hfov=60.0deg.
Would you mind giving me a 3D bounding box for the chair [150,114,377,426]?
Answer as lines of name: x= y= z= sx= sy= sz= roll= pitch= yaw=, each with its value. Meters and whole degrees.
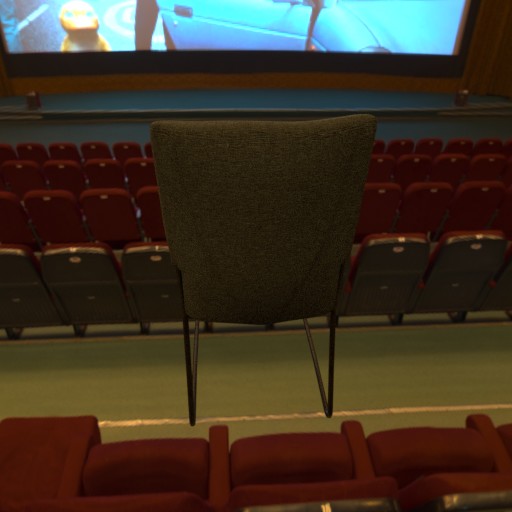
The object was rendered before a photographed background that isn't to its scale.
chair: x=0.000 y=0.000 z=1.303 sx=0.480 sy=0.931 sz=0.635 roll=-2 pitch=31 yaw=-4
